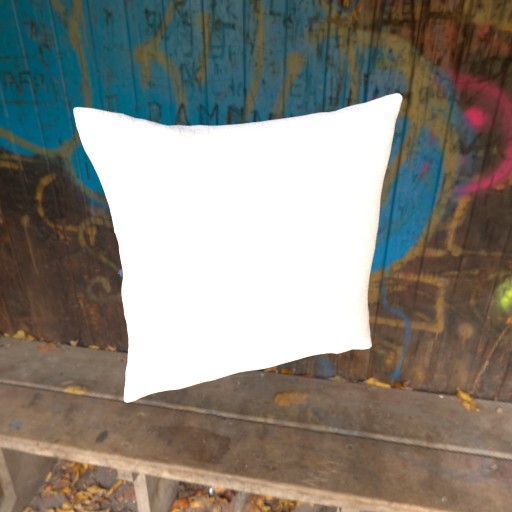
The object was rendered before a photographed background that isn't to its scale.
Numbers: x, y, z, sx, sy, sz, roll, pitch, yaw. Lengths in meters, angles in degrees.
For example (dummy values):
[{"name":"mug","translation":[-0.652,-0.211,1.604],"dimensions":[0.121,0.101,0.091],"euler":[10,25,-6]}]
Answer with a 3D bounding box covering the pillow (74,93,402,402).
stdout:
[{"name":"pillow","translation":[0.000,0.000,0.653],"dimensions":[0.433,0.436,0.173],"euler":[-8,28,-16]}]
